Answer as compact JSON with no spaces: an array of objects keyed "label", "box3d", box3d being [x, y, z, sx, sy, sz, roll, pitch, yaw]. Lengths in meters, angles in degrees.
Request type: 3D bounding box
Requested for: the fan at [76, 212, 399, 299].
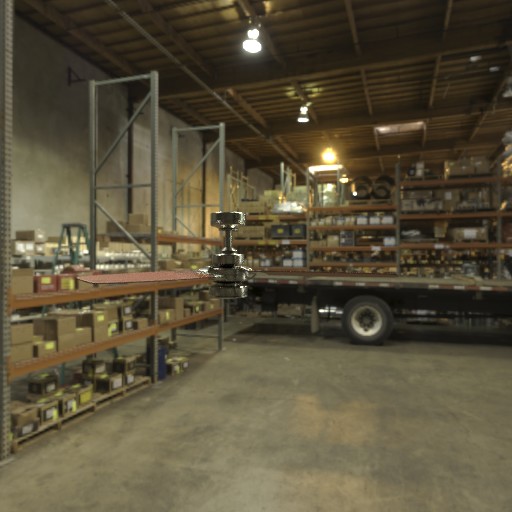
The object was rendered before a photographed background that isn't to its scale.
[{"label":"fan","box3d":[0.000,0.000,2.069,1.271,0.410,1.416,0,0,18]}]
